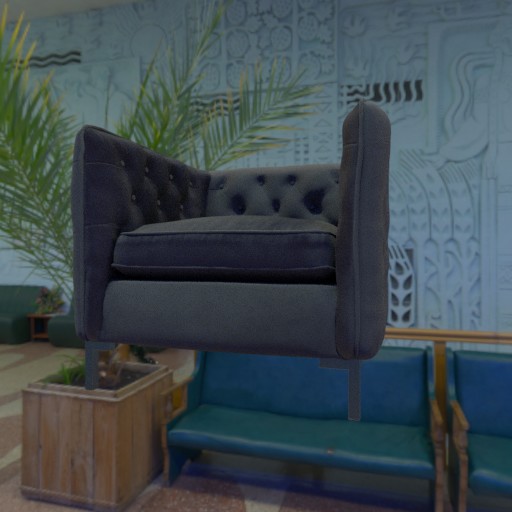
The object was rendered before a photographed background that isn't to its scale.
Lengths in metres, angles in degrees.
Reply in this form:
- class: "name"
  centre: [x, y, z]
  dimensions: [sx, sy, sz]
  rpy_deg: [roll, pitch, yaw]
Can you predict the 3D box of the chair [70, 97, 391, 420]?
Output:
- class: "chair"
  centre: [0.000, 0.000, 1.612]
  dimensions: [0.946, 0.807, 0.913]
  rpy_deg: [0, 0, 18]
